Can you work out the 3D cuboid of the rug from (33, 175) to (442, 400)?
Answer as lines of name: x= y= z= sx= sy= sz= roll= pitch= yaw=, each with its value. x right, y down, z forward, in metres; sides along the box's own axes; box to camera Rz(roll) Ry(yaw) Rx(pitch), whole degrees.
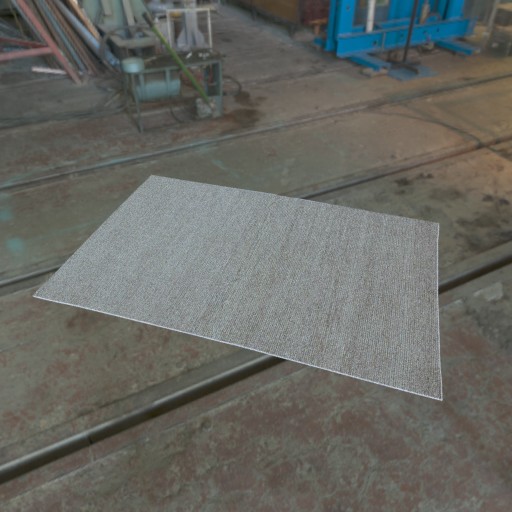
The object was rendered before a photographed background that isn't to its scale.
rug: x=0.000 y=0.000 z=2.246 sx=1.792 sy=0.021 sz=1.154 roll=11 pitch=41 yaw=13
